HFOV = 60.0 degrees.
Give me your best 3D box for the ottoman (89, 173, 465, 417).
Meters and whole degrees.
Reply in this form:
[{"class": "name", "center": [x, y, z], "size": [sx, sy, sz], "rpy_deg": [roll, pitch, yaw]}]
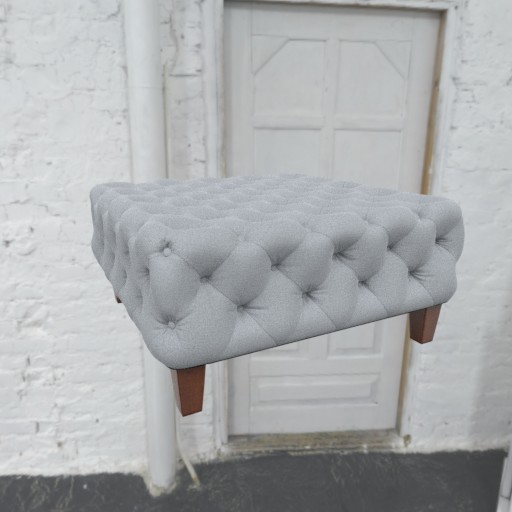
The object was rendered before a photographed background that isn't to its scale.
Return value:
[{"class": "ottoman", "center": [0.000, 0.000, 1.197], "size": [0.764, 0.365, 0.758], "rpy_deg": [-8, 19, -26]}]
